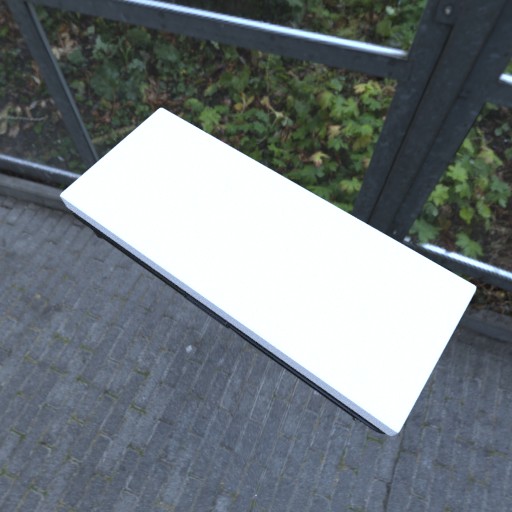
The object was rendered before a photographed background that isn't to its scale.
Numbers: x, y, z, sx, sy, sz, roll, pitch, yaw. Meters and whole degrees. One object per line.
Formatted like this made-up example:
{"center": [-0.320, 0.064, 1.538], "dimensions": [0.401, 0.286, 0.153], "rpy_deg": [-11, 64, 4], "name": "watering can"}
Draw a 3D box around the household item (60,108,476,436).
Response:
{"center": [0.000, 0.000, 2.204], "dimensions": [1.905, 0.356, 0.787], "rpy_deg": [33, 66, 16], "name": "household item"}
